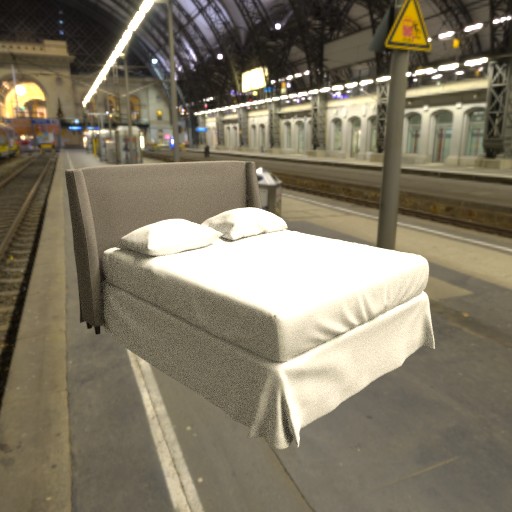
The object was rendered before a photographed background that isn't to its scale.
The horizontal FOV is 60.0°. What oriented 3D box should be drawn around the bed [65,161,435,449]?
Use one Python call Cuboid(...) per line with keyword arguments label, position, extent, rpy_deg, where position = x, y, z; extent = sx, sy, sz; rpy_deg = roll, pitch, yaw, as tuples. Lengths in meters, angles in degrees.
Cuboid(label="bed", position=(0.000, 0.000, 3.408), extent=(1.925, 1.332, 2.276), rpy_deg=(-14, 20, -42))
